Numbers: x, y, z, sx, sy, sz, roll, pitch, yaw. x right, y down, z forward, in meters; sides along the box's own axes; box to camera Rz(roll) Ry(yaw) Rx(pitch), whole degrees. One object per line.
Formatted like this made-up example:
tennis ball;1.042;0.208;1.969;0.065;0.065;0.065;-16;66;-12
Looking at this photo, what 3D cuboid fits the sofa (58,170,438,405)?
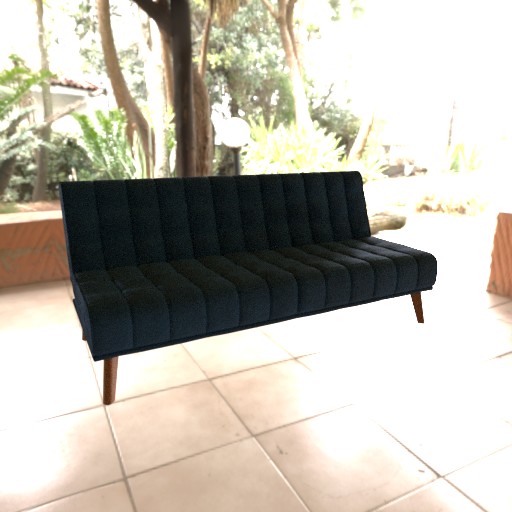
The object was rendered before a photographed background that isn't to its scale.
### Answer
sofa;0.000;0.000;2.360;1.804;0.813;0.855;-7;16;-27
